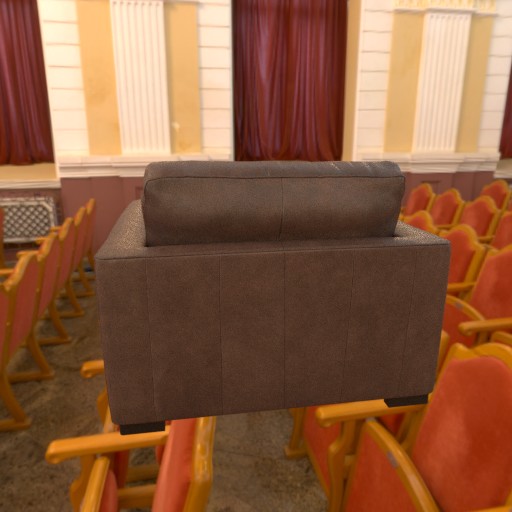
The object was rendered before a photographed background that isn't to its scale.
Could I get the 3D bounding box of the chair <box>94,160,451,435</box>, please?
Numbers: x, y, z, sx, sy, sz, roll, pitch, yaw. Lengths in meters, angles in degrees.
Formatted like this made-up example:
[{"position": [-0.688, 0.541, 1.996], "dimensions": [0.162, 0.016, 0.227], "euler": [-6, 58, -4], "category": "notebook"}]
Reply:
[{"position": [0.000, 0.000, 1.800], "dimensions": [1.100, 0.812, 1.069], "euler": [-3, 16, -9], "category": "chair"}]
